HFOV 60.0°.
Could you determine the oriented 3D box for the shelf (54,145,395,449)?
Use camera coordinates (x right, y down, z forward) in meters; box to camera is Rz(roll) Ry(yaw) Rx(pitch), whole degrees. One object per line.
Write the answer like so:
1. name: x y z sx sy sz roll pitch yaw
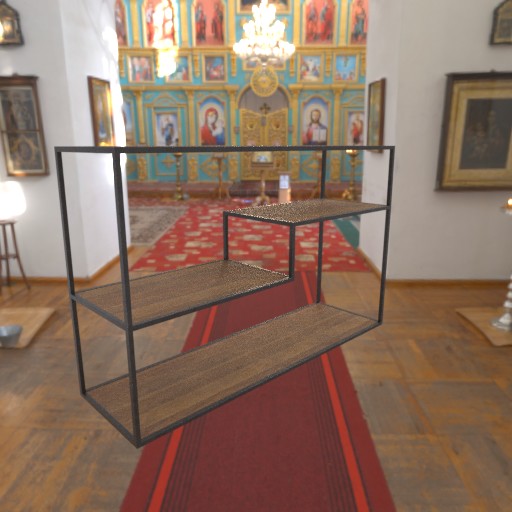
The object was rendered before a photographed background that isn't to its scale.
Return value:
1. shelf: 0.000 0.000 1.588 1.201 0.765 0.361 -13 19 -42
